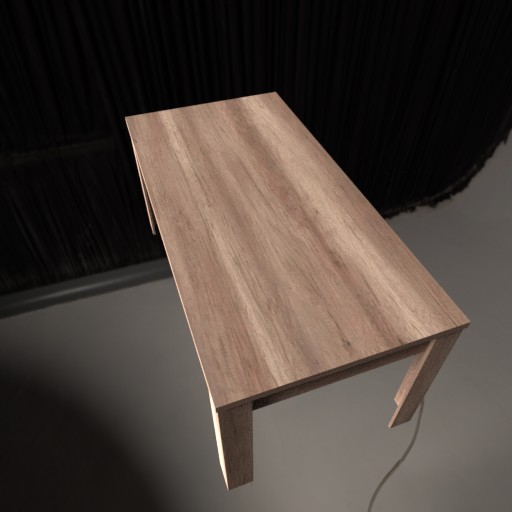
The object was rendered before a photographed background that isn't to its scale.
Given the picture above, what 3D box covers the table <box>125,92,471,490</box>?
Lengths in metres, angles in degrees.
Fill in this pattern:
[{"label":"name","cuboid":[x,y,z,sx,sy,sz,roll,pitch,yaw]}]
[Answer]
[{"label":"table","cuboid":[0.000,0.000,2.267,0.900,0.790,1.800,-14,48,-14]}]
